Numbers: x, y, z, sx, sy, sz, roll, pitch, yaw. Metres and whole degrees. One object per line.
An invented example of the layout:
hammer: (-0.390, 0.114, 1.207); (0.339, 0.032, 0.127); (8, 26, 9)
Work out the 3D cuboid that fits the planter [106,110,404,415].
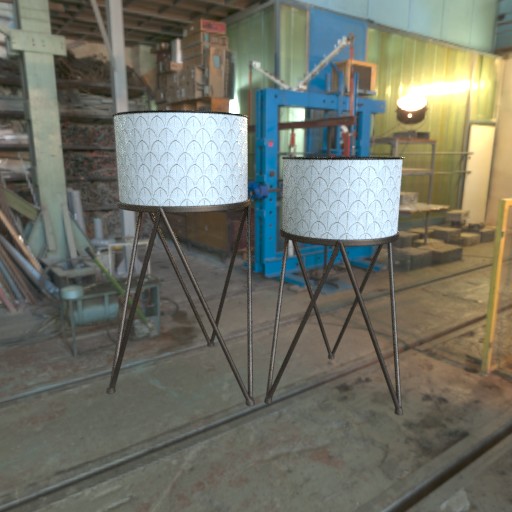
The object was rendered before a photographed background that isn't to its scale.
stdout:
planter: (0.000, 0.000, 1.180); (0.769, 0.712, 0.413); (2, 13, 9)
